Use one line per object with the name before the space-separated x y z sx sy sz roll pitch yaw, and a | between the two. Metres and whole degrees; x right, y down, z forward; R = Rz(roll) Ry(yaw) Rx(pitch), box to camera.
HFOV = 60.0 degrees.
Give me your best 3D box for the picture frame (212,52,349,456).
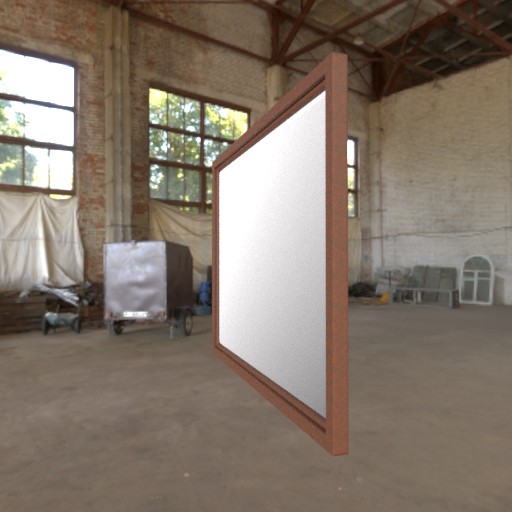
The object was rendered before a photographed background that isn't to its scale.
picture frame | 0.000 0.000 1.748 0.045 1.018 1.329 0 -1 -19
